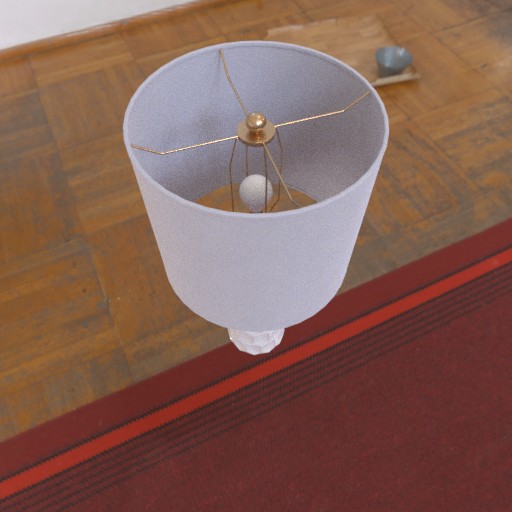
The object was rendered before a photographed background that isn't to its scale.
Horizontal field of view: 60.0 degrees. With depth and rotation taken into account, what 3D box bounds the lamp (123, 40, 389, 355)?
[{"bbox_3d":[0.000,0.000,0.689,0.277,0.537,0.277,16,58,11],"label":"lamp"}]
